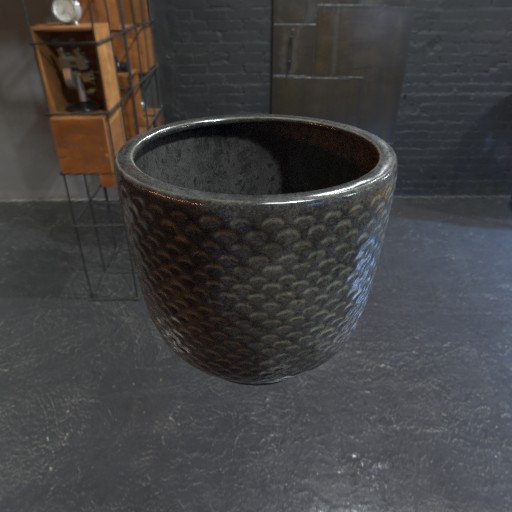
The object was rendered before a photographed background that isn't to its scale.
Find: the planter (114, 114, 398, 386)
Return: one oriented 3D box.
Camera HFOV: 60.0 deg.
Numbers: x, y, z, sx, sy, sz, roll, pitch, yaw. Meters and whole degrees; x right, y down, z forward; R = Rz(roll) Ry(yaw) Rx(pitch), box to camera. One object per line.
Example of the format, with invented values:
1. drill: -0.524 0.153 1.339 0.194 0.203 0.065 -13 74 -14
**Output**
1. planter: 0.000 0.000 0.256 0.140 0.129 0.140 0 31 0
